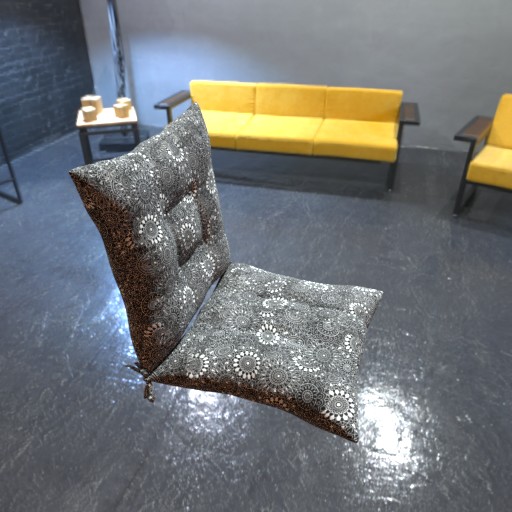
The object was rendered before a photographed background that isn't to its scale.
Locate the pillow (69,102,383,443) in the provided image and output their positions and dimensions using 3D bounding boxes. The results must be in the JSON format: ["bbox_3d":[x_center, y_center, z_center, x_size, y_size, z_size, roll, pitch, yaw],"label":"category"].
[{"bbox_3d":[0.000,0.000,1.008,0.585,0.536,0.541,10,33,16],"label":"pillow"}]
